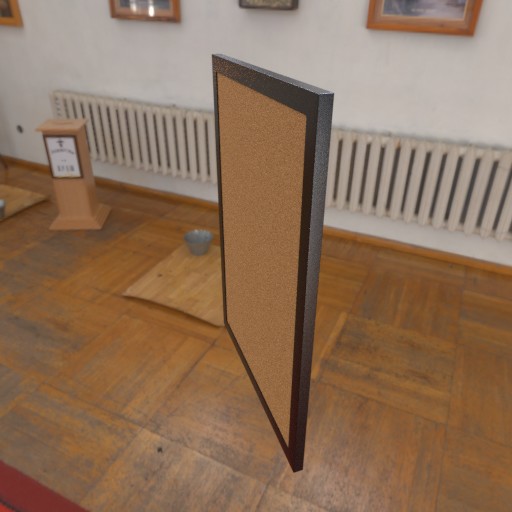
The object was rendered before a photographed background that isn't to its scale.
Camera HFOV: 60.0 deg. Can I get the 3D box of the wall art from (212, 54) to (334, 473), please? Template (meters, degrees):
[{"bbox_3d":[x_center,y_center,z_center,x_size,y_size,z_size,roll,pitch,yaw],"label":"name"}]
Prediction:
[{"bbox_3d":[0.000,0.000,0.549,0.013,0.432,0.304,-10,31,-17],"label":"wall art"}]
